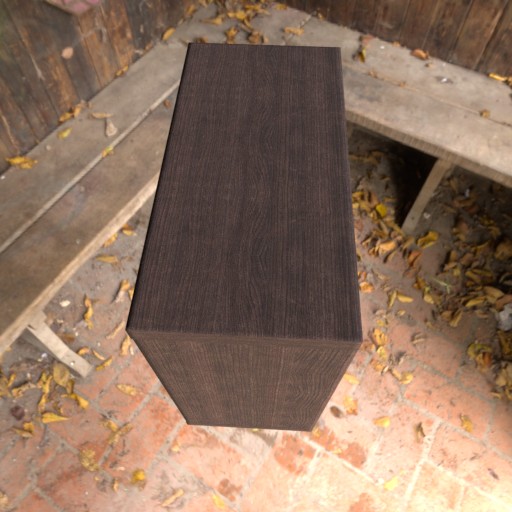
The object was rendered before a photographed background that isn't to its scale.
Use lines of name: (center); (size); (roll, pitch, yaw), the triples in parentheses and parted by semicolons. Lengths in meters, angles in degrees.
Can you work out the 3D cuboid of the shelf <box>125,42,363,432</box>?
shelf: (0.000, 0.000, 1.266); (0.390, 0.786, 0.790); (3, 58, 2)
